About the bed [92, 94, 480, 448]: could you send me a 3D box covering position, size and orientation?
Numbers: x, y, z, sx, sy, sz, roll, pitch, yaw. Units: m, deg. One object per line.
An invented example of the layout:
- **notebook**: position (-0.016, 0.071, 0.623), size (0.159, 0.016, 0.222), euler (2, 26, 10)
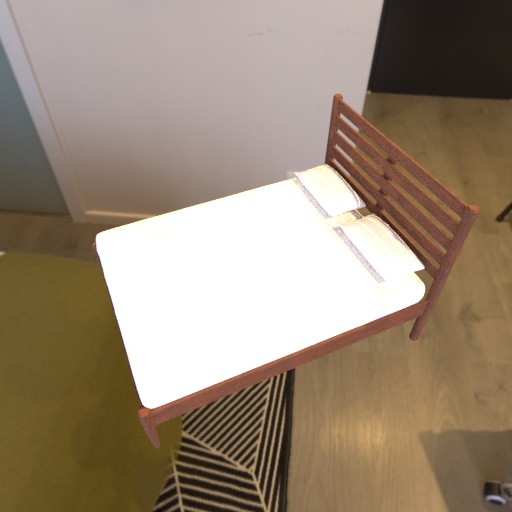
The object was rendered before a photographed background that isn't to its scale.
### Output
- **bed**: position (0.000, 0.000, 3.118), size (2.093, 1.304, 1.509), euler (-18, 49, -16)
